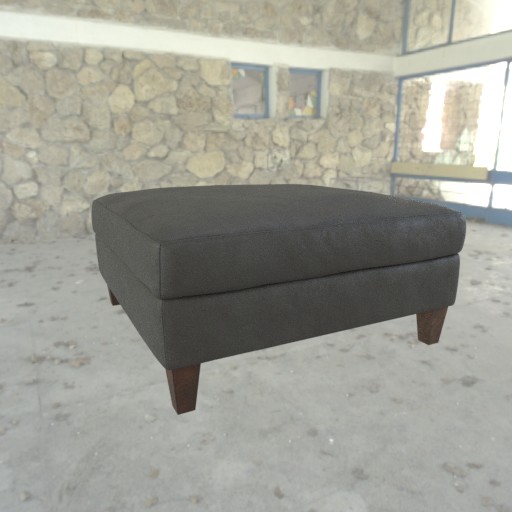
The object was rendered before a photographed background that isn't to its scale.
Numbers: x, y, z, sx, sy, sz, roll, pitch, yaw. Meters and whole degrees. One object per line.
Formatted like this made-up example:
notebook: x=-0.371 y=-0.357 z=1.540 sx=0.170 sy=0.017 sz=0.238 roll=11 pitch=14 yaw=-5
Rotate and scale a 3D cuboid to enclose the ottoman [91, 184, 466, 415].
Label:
ottoman: x=0.000 y=0.000 z=1.337 sx=0.836 sy=0.415 sz=0.844 roll=-7 pitch=15 yaw=-27
